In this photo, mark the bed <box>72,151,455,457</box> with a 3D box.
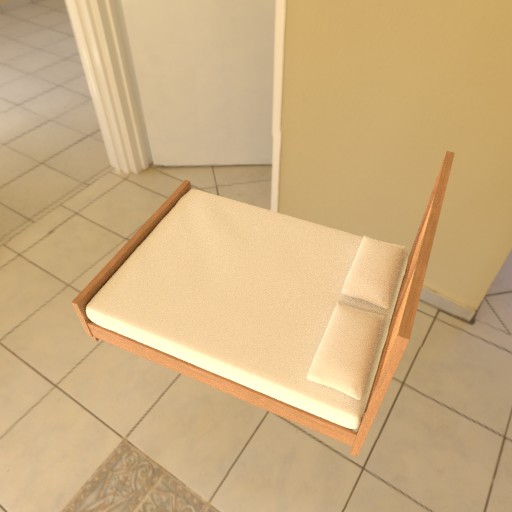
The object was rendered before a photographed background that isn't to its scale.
[{"bbox_3d":[0.000,0.000,3.252,2.184,1.387,1.606,18,49,16],"label":"bed"}]
